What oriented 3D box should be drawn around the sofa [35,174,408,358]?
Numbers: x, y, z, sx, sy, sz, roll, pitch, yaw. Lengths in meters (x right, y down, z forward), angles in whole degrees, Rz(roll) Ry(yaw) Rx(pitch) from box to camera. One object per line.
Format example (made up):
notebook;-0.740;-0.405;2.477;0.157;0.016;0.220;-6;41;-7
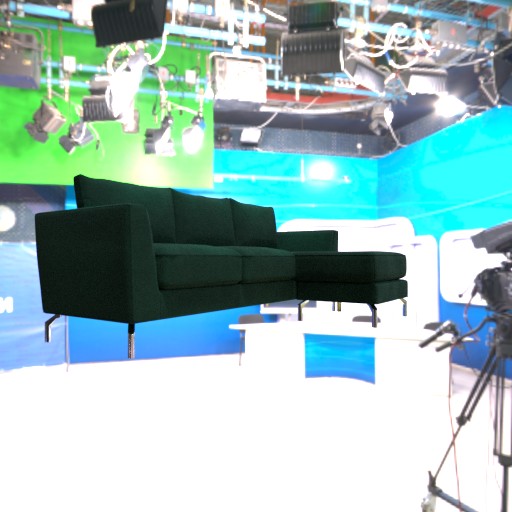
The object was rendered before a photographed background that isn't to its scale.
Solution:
sofa;0.000;0.000;3.167;1.489;1.007;2.441;0;0;35
